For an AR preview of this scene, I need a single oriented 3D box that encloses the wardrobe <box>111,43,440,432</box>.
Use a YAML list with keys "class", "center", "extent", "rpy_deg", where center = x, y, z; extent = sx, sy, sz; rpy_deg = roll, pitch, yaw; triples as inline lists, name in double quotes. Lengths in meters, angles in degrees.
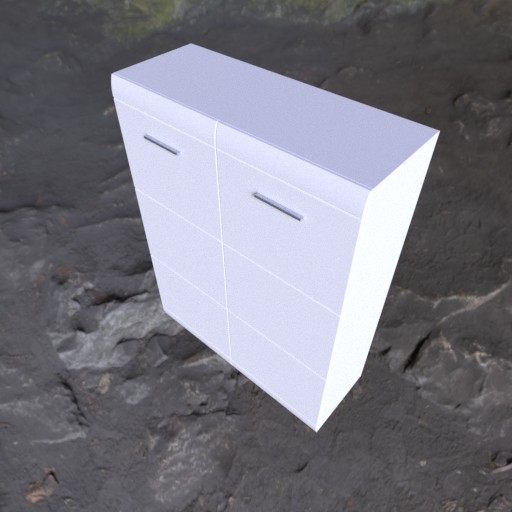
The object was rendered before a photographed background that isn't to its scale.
- class: "wardrobe"
  center: [0.000, 0.000, 1.638]
  extent: [0.900, 1.200, 0.360]
  rpy_deg: [32, 53, 28]
